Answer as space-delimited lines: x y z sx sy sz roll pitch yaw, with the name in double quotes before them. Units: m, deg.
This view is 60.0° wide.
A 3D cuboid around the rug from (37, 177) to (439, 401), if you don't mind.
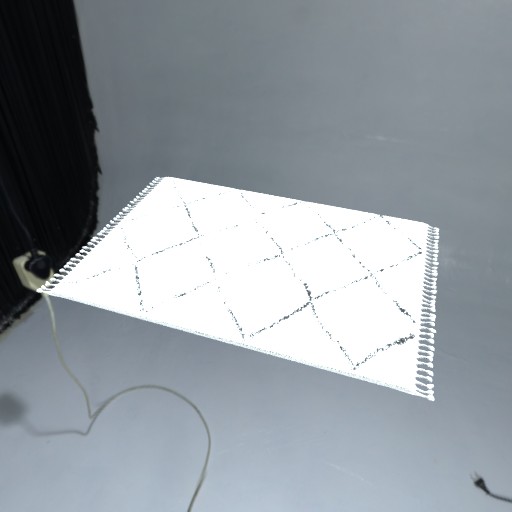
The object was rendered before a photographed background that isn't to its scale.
"rug" 0.000 0.000 2.940 2.307 0.031 1.494 12 41 15
